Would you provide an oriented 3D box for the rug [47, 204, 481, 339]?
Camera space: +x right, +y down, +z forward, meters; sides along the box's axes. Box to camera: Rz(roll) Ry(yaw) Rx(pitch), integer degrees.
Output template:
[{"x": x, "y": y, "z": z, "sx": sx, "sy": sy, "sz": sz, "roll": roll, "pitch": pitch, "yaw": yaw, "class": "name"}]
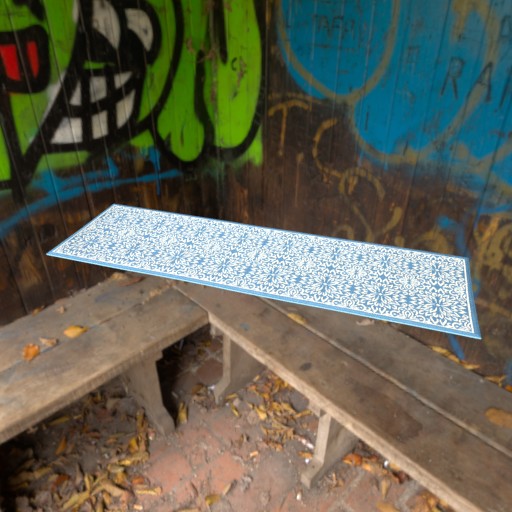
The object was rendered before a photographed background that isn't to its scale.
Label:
[{"x": 0.000, "y": 0.000, "z": 2.405, "sx": 2.196, "sy": 0.011, "sz": 0.662, "roll": 10, "pitch": 34, "yaw": 15, "class": "rug"}]
